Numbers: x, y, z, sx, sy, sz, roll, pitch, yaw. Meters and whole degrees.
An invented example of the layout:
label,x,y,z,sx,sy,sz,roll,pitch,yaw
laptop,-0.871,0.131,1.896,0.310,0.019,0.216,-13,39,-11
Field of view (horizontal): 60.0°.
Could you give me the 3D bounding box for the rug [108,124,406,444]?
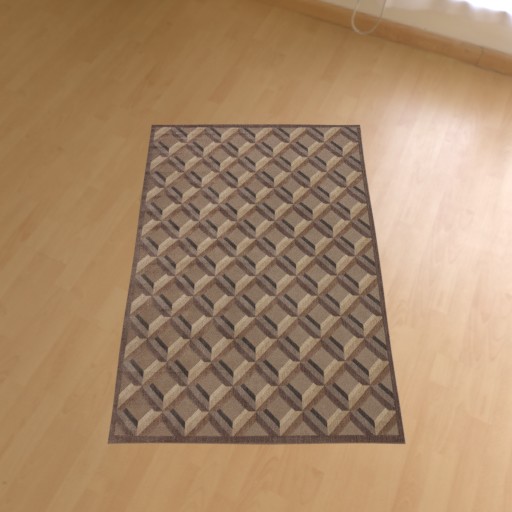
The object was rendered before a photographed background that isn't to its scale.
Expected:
label,x,y,z,sx,sy,sz,roll,pitch,yaw
rug,0.000,0.000,2.880,1.600,0.013,2.260,0,63,0
